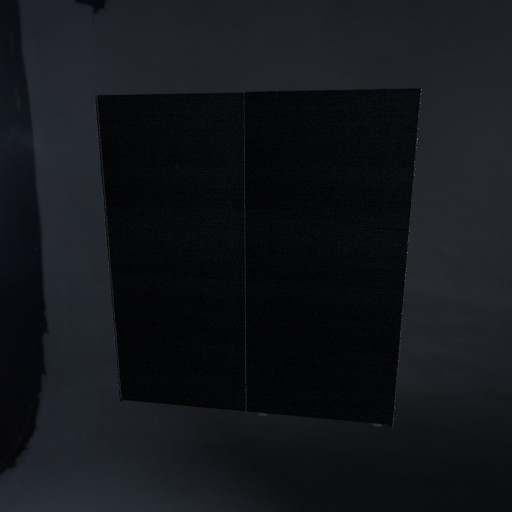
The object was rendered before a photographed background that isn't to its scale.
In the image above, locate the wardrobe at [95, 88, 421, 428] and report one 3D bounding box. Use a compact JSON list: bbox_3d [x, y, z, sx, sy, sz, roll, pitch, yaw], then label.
[{"bbox_3d":[0.000,0.000,2.888,1.780,1.960,0.629,2,14,9],"label":"wardrobe"}]
